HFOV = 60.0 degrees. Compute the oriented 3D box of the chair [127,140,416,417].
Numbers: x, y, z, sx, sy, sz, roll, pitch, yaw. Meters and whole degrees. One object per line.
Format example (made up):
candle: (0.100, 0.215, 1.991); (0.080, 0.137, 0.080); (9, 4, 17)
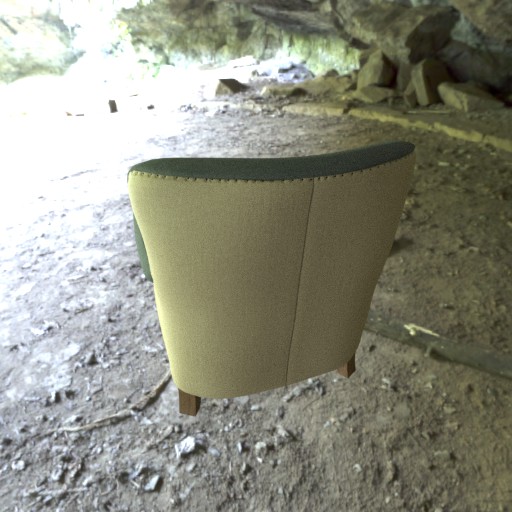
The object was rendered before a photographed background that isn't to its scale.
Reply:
chair: (0.000, 0.000, 1.659); (0.861, 0.936, 0.921); (-8, 28, -16)
